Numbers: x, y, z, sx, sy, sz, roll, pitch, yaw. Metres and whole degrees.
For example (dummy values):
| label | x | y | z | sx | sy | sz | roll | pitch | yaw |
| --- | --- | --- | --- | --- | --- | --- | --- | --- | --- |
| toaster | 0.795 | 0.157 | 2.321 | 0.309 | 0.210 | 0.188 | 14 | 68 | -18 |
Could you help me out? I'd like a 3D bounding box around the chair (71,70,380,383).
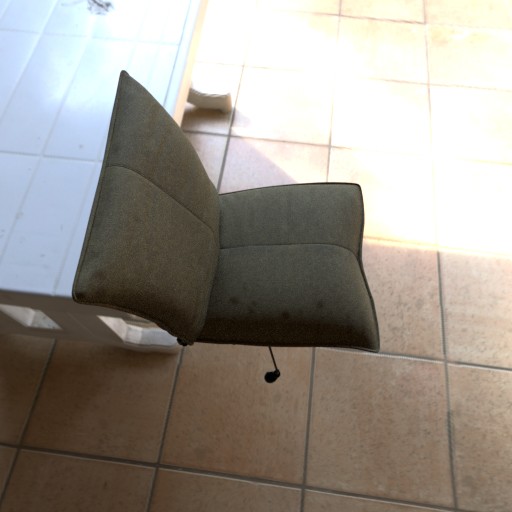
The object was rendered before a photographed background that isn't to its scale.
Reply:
| label | x | y | z | sx | sy | sz | roll | pitch | yaw |
| --- | --- | --- | --- | --- | --- | --- | --- | --- | --- |
| chair | 0.000 | 0.000 | 1.294 | 0.696 | 0.811 | 0.597 | 1 | 63 | 1 |
